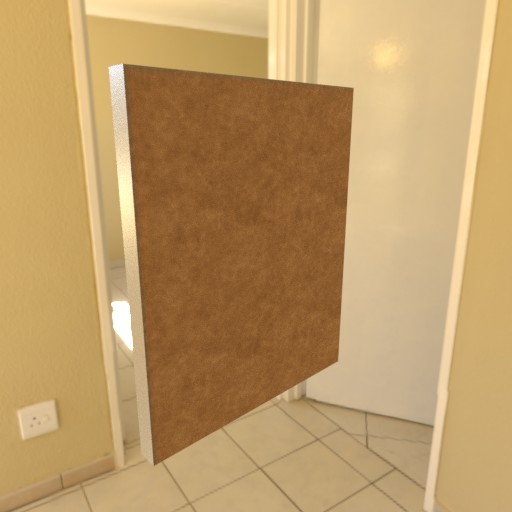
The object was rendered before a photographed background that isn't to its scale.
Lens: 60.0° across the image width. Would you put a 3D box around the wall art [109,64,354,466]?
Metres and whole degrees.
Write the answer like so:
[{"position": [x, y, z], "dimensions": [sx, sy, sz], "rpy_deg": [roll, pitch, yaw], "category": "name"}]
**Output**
[{"position": [0.000, 0.000, 0.745], "dimensions": [0.453, 0.554, 0.037], "rpy_deg": [-15, 21, -41], "category": "wall art"}]
